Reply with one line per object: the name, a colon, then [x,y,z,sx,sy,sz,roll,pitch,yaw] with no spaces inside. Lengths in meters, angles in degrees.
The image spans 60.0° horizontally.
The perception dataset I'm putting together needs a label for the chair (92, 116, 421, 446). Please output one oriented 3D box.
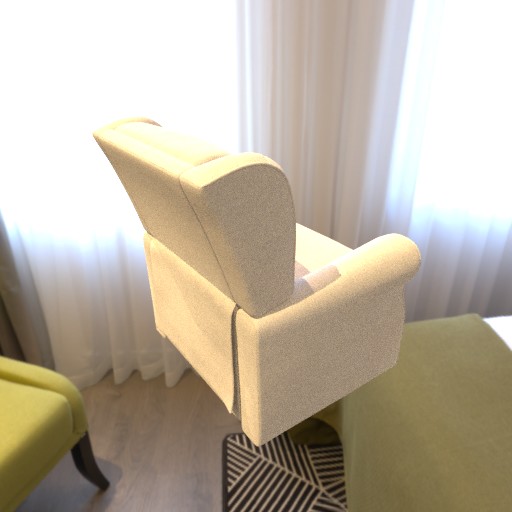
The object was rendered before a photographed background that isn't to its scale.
chair: [0.000,0.000,1.650,0.854,0.967,0.906,-17,31,-31]
